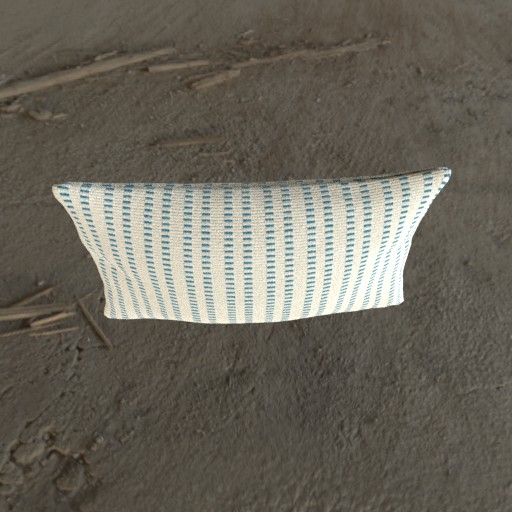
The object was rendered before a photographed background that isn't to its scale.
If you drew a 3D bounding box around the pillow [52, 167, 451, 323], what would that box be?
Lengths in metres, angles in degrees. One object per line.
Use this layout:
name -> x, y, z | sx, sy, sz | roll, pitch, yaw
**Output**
pillow -> 0.000, 0.000, 0.817 | 0.640, 0.353, 0.210 | -3, 47, -2
